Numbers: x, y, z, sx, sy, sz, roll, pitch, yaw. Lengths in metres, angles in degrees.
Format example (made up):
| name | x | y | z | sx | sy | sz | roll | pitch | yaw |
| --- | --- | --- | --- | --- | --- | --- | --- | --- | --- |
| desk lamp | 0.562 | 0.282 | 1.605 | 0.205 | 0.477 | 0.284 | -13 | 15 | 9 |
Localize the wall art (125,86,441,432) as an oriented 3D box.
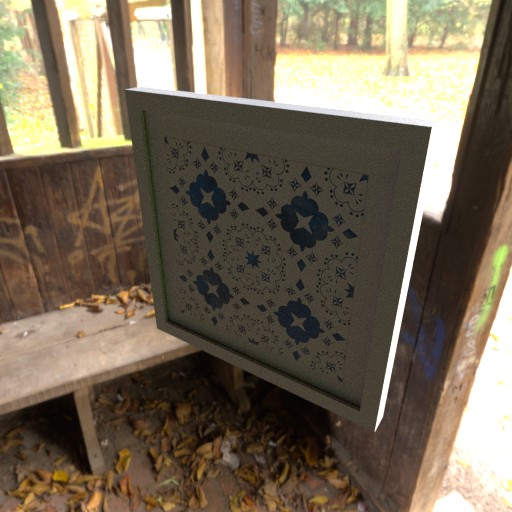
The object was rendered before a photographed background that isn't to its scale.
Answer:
| name | x | y | z | sx | sy | sz | roll | pitch | yaw |
| --- | --- | --- | --- | --- | --- | --- | --- | --- | --- |
| wall art | 0.000 | 0.000 | 0.534 | 0.355 | 0.355 | 0.027 | 18 | 33 | 29 |
